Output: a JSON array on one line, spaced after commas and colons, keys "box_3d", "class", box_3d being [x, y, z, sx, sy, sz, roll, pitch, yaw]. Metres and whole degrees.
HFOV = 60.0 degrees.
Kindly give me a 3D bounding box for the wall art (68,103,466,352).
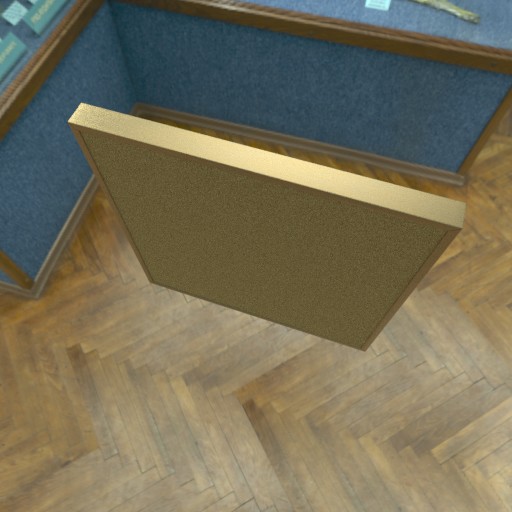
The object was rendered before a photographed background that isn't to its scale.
[{"box_3d": [0.000, 0.000, 0.769, 0.505, 0.505, 0.037, 17, 63, 9], "class": "wall art"}]
